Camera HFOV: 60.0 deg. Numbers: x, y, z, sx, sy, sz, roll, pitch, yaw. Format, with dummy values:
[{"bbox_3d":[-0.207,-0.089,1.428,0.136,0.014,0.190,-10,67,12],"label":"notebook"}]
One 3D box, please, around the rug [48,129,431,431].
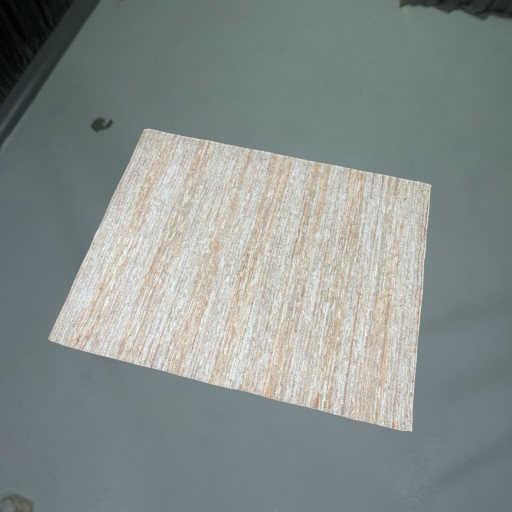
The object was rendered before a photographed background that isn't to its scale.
[{"bbox_3d":[0.000,0.000,3.926,2.939,0.009,2.313,12,65,6],"label":"rug"}]
